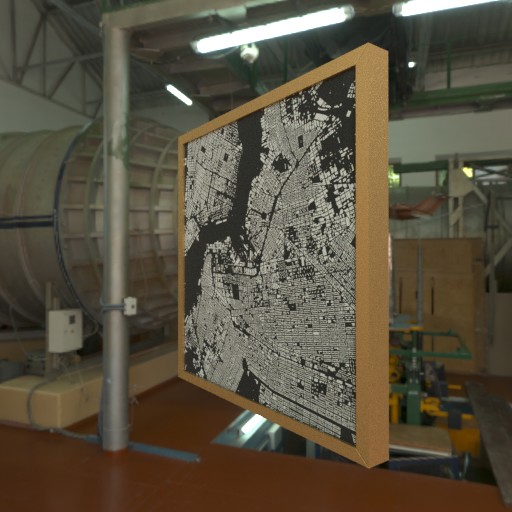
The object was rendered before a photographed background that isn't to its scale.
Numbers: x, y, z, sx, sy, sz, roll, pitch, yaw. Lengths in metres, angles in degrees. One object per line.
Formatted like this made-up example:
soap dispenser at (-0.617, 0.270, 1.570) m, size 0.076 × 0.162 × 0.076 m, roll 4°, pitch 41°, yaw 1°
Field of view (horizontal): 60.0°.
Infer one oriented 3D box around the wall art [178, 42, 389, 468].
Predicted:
wall art at (0.000, 0.000, 1.883) m, size 0.095 × 1.284 × 1.284 m, roll 0°, pitch 0°, yaw -36°
